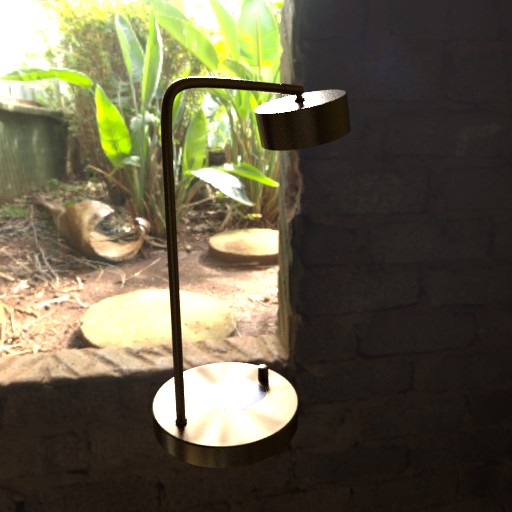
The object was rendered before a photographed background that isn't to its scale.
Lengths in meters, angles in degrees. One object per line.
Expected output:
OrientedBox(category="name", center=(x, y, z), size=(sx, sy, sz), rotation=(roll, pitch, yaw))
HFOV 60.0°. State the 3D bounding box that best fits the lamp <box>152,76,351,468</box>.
OrientedBox(category="lamp", center=(0.000, 0.000, 0.512), size=(0.270, 0.380, 0.171), rotation=(-15, 21, -43))
